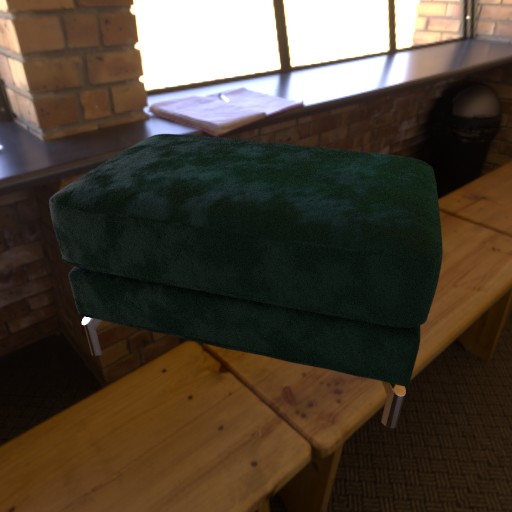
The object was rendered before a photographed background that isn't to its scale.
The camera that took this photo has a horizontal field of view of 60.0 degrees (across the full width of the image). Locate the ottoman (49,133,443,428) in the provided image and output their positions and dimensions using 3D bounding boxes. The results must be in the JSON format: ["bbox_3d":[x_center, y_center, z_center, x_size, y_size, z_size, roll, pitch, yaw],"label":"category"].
[{"bbox_3d":[0.000,0.000,1.243,0.886,0.533,0.536,9,34,14],"label":"ottoman"}]
